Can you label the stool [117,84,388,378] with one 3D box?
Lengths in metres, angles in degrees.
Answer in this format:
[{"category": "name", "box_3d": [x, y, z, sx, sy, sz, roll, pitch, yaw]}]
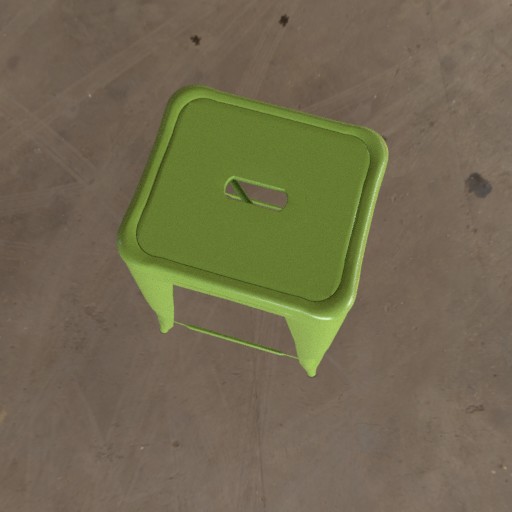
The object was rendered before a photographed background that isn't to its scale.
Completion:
[{"category": "stool", "box_3d": [0.000, 0.000, 0.830, 0.398, 0.609, 0.358, 16, 76, 4]}]
